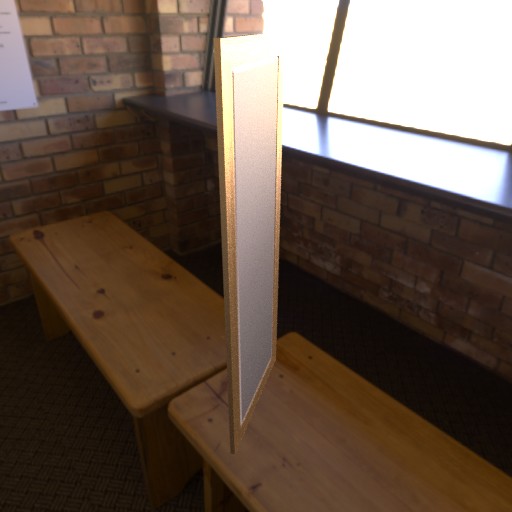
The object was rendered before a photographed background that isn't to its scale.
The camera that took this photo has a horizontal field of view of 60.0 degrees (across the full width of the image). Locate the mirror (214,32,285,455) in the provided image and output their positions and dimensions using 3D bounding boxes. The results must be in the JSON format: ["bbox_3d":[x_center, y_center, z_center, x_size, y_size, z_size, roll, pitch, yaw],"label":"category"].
[{"bbox_3d":[0.000,0.000,2.271,0.025,2.031,0.812,9,29,16],"label":"mirror"}]
